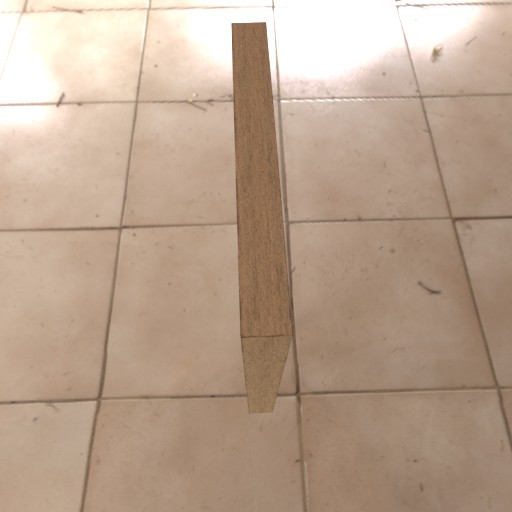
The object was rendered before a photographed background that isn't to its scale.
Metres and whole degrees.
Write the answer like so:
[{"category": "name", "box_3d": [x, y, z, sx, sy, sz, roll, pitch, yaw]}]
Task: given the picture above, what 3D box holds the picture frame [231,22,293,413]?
[{"category": "picture frame", "box_3d": [0.000, 0.000, 0.721, 0.046, 0.526, 0.421, -2, 64, -1]}]
